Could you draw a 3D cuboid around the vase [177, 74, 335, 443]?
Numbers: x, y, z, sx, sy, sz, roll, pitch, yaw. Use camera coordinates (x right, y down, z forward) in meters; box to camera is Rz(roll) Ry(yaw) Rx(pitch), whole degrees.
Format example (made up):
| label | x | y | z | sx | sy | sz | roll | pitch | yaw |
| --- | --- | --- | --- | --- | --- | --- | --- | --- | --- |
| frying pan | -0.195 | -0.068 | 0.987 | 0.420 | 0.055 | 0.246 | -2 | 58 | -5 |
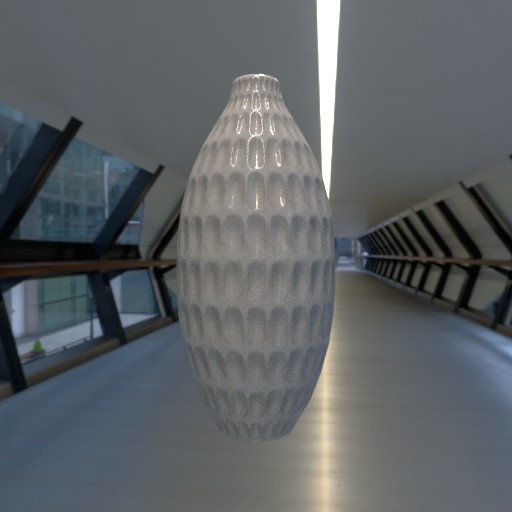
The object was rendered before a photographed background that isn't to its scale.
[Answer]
| label | x | y | z | sx | sy | sz | roll | pitch | yaw |
| --- | --- | --- | --- | --- | --- | --- | --- | --- | --- |
| vase | 0.000 | 0.000 | 0.362 | 0.127 | 0.282 | 0.127 | 0 | 1 | 0 |
